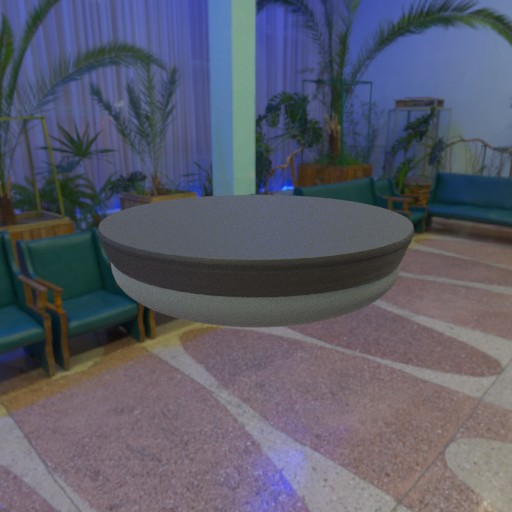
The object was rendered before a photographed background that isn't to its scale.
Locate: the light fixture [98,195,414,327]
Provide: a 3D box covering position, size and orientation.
[{"bbox_3d":[0.000,0.000,0.557,0.368,0.100,0.368,0,16,0],"label":"light fixture"}]
